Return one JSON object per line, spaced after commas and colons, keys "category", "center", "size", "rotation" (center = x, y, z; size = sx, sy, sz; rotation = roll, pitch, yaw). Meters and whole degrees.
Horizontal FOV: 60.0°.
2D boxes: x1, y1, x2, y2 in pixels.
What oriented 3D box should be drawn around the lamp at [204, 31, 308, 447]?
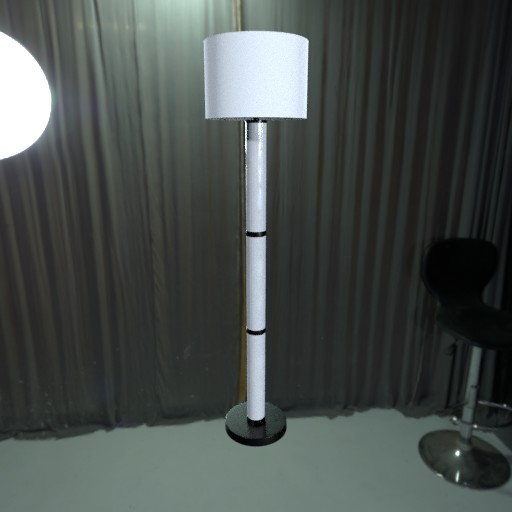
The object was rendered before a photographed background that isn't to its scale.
{"category": "lamp", "center": [0.000, 0.000, 1.800], "size": [0.377, 1.599, 0.377], "rotation": [-2, 16, -9]}
